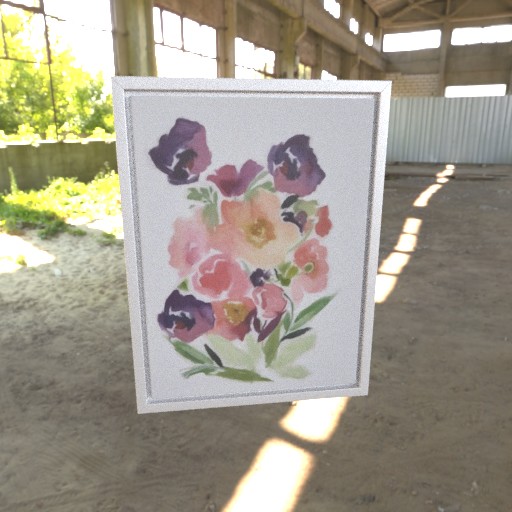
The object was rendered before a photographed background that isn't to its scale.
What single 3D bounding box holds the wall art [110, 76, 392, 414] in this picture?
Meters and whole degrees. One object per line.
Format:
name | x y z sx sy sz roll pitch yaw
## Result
wall art | 0.000 0.000 1.416 0.805 1.056 0.042 -2 16 -8
